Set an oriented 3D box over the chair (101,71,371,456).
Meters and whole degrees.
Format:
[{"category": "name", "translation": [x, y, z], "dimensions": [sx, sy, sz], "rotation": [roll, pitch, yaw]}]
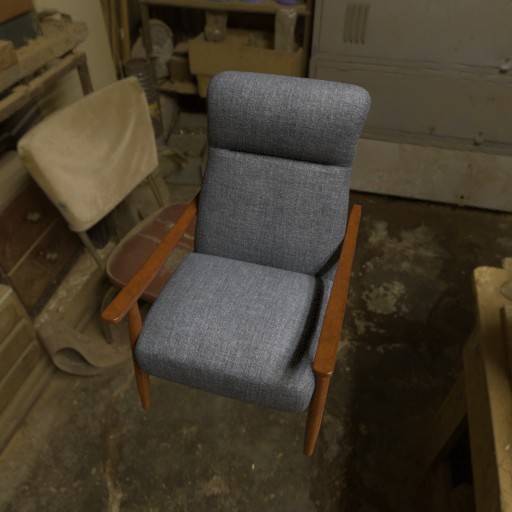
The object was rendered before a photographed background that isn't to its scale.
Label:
[{"category": "chair", "translation": [0.000, 0.000, 1.779], "dimensions": [0.762, 1.082, 1.030], "rotation": [11, 44, 12]}]
